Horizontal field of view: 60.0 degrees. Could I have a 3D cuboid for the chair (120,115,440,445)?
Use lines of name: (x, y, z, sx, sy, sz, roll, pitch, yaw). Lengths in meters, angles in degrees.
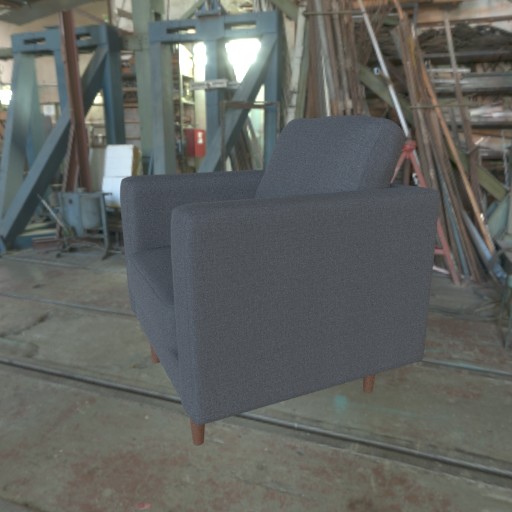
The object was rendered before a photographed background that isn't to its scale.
chair: (0.000, 0.000, 1.529, 0.800, 0.927, 0.854, -7, 17, -24)
